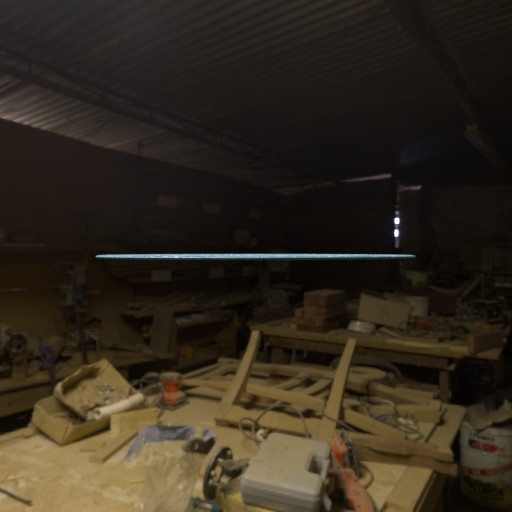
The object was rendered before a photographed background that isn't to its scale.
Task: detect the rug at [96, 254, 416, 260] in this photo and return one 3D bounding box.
[{"bbox_3d":[0.000,0.000,2.341,1.593,0.012,1.593,0,1,0],"label":"rug"}]
